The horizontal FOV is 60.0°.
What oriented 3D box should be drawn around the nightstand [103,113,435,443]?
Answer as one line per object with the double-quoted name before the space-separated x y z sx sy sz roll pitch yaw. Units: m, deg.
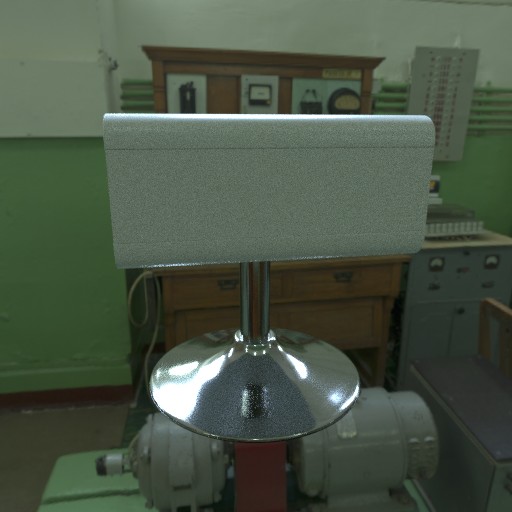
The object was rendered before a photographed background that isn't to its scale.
"nightstand" 0.000 0.000 0.749 0.404 0.447 0.399 -3 16 -10
